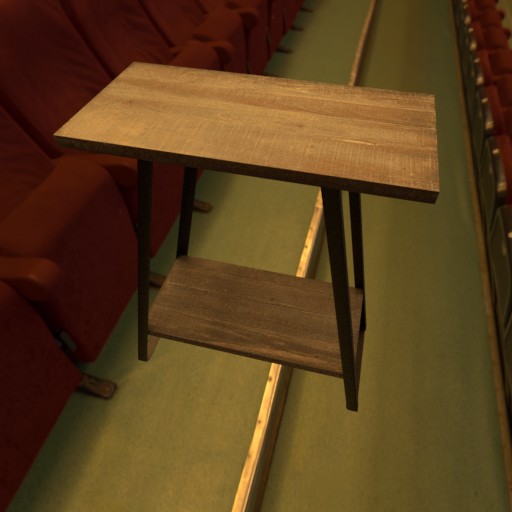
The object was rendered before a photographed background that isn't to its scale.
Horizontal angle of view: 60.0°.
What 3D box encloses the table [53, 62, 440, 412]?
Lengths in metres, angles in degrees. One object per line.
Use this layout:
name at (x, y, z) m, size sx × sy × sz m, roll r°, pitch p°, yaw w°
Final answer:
table at (0.000, 0.000, 1.013) m, size 0.599 × 0.701 × 0.300 m, roll 10°, pitch 46°, yaw 10°
